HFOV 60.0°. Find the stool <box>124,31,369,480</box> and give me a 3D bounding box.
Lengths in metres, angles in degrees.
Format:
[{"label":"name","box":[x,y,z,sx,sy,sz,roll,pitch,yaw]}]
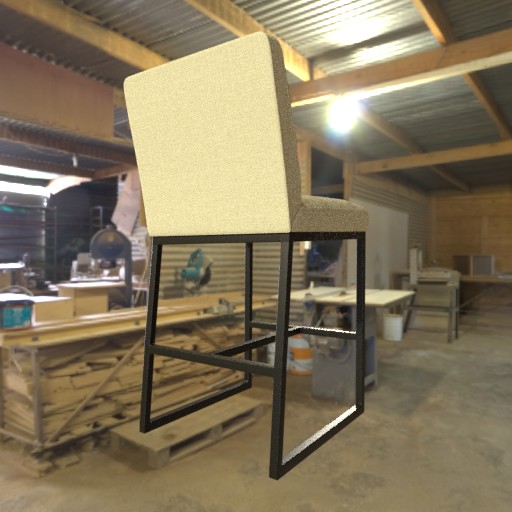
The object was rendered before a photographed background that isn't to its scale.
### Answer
[{"label":"stool","box":[0.000,0.000,1.243,0.460,0.940,0.560,0,1,35]}]
